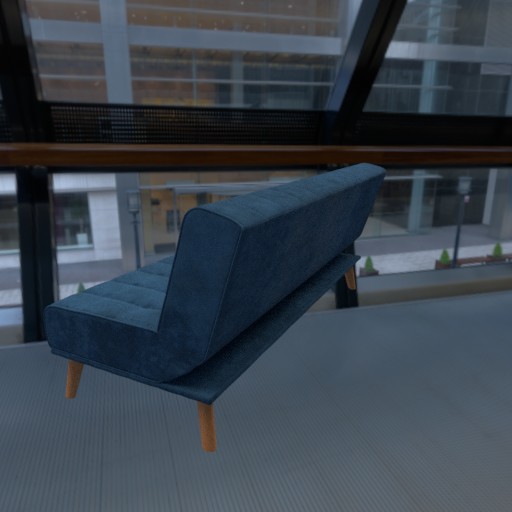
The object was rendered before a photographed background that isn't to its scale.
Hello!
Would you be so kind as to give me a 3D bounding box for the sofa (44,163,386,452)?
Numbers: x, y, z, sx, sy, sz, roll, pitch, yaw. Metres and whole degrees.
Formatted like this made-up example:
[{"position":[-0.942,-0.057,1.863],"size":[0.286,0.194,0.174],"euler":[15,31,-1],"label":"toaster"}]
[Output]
[{"position":[0.000,0.000,2.209],"size":[0.855,0.813,1.804],"euler":[8,18,26],"label":"sofa"}]
